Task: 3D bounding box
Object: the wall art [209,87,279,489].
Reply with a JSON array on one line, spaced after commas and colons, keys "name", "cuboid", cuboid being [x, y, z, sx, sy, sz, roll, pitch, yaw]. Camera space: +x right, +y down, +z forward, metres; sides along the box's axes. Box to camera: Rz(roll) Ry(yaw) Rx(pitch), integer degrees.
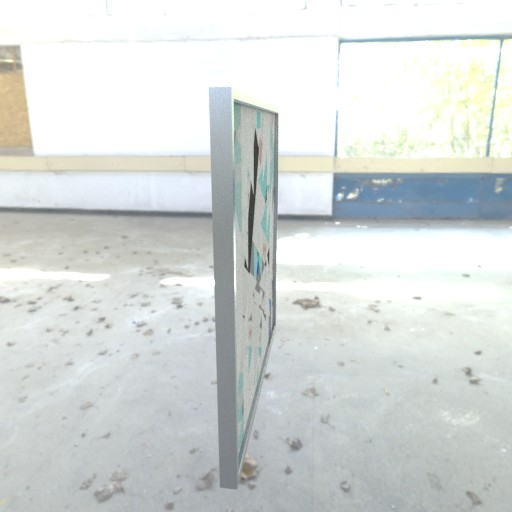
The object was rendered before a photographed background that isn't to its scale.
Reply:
[{"name": "wall art", "cuboid": [0.000, 0.000, 1.221, 0.038, 0.806, 0.806, 2, 16, 8]}]
